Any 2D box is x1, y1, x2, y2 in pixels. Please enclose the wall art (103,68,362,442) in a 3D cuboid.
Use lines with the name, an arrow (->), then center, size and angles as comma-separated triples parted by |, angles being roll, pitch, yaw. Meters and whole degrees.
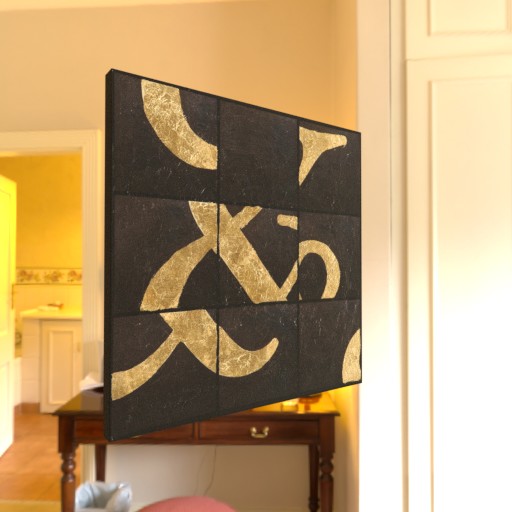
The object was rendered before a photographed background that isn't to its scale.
wall art -> 0.000, 0.000, 1.136 | 0.758, 0.758, 0.044 | 1, -1, -36
